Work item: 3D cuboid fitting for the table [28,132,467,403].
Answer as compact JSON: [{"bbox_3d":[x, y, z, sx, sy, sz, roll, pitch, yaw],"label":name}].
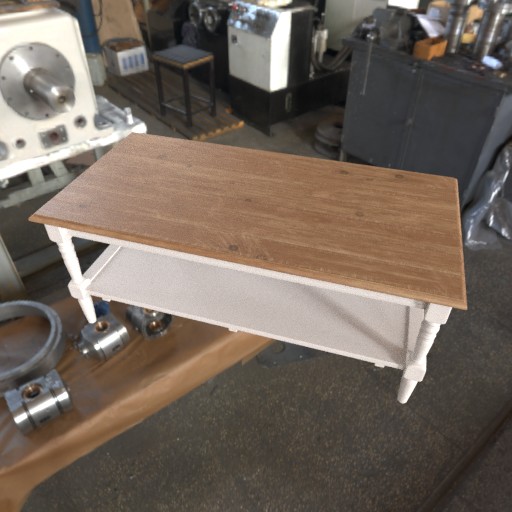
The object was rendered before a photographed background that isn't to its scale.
[{"bbox_3d":[0.000,0.000,1.417,1.118,0.458,0.559,11,41,13],"label":"table"}]
